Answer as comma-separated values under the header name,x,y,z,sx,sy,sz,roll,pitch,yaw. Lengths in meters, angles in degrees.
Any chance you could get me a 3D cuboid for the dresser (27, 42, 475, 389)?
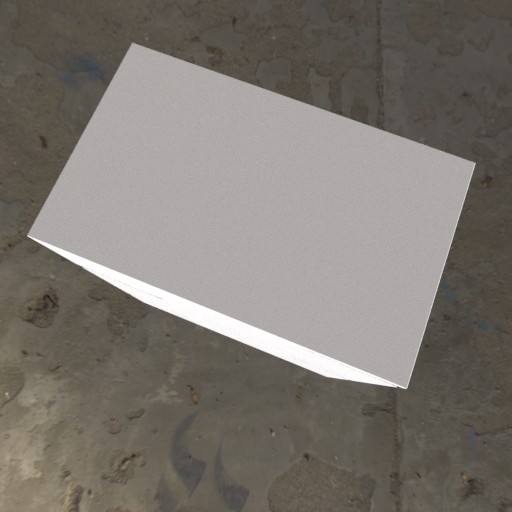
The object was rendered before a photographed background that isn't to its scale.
name,x,y,z,sx,sy,sz,roll,pitch,yaw
dresser,0.000,0.000,1.130,0.650,0.800,0.400,21,77,5
